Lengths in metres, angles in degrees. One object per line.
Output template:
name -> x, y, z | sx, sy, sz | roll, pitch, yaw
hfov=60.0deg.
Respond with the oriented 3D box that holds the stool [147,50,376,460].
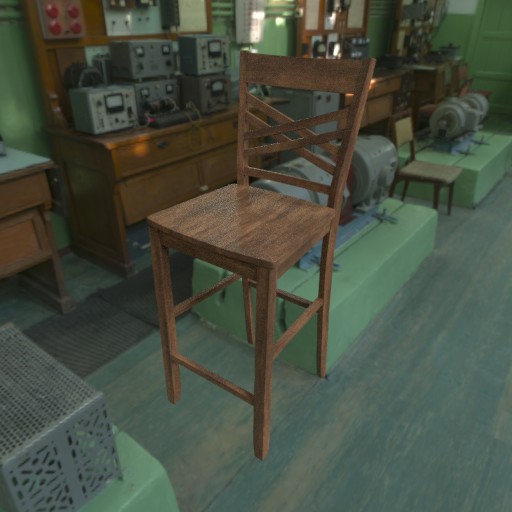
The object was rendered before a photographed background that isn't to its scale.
stool -> 0.000, 0.000, 1.358 | 0.433, 1.105, 0.487 | 19, 34, 31
